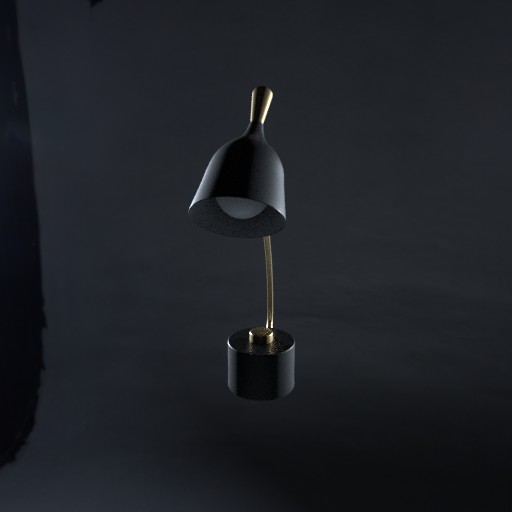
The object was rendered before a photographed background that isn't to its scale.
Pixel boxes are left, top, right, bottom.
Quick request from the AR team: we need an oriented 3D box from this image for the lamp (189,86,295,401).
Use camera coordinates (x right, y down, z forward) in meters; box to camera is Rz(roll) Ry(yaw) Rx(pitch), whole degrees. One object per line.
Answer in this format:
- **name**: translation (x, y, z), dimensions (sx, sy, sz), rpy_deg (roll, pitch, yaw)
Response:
- **lamp**: translation (0.000, 0.000, 0.627), dimensions (0.110, 0.464, 0.352), rpy_deg (2, 14, 9)
